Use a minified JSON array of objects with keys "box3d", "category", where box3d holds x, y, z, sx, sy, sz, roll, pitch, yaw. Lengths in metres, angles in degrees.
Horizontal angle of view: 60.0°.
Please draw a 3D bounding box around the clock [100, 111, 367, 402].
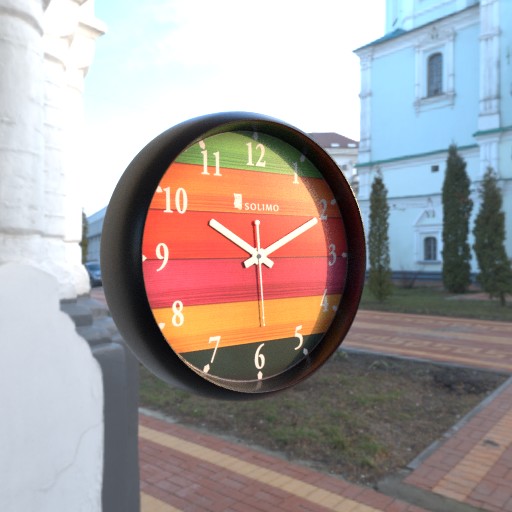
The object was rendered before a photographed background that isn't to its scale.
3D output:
[{"box3d":[0.000,0.000,0.455,0.300,0.300,0.060,0,-1,-34],"category":"clock"}]
